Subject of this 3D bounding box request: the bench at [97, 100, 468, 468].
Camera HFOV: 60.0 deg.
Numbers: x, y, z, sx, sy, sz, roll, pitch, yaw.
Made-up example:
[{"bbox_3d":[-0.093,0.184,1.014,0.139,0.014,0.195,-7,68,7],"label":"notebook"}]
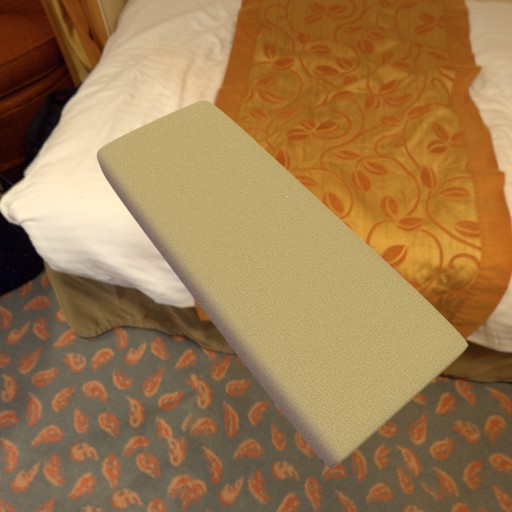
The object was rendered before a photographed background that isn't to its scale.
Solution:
[{"bbox_3d":[0.000,0.000,1.871,0.646,0.393,1.609,-32,63,-19],"label":"bench"}]
